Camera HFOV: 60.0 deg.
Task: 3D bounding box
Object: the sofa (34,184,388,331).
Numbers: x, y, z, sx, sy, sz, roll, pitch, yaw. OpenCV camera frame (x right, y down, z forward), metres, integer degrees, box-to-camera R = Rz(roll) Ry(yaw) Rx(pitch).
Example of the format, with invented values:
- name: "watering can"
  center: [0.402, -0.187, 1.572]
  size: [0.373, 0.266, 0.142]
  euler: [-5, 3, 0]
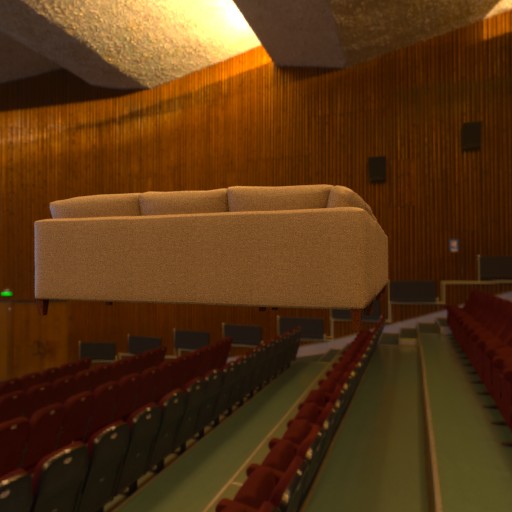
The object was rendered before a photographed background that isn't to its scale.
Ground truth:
- name: "sofa"
  center: [0.000, 0.000, 4.697]
  size: [2.594, 0.961, 3.460]
  euler: [0, -1, 19]
